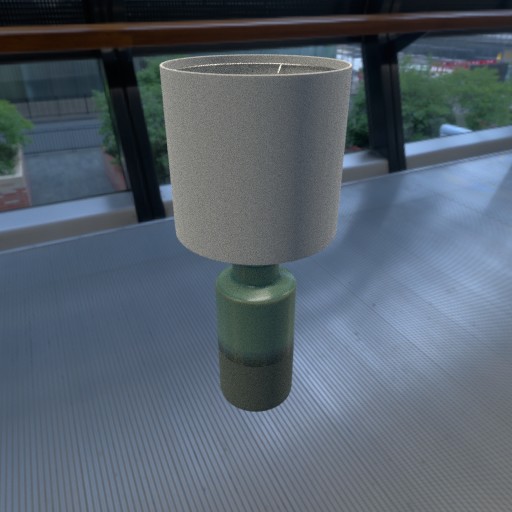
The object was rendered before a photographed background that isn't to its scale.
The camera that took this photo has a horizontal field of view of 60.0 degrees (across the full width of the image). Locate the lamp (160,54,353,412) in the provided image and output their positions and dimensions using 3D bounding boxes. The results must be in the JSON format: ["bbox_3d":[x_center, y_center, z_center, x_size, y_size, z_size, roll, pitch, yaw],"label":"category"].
[{"bbox_3d":[0.000,0.000,0.614,0.212,0.493,0.212,9,30,16],"label":"lamp"}]
